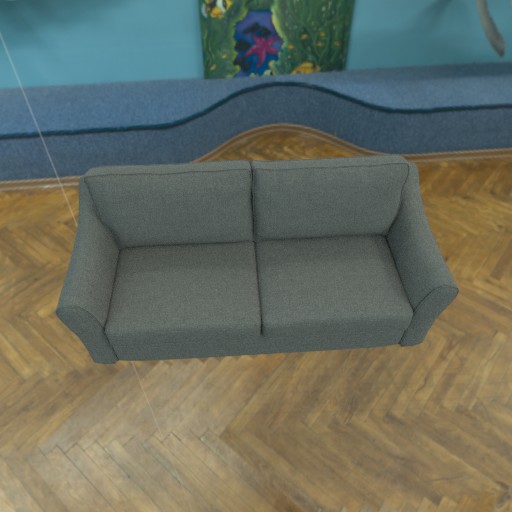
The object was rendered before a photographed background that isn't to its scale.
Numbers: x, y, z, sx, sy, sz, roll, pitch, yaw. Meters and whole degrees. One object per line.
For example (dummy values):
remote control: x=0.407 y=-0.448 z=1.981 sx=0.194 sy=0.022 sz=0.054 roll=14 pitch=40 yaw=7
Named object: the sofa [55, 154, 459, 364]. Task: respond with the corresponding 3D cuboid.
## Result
sofa: x=0.000 y=0.000 z=2.757 sx=2.203 sy=0.976 sz=1.013 roll=-3 pitch=47 yaw=-3
